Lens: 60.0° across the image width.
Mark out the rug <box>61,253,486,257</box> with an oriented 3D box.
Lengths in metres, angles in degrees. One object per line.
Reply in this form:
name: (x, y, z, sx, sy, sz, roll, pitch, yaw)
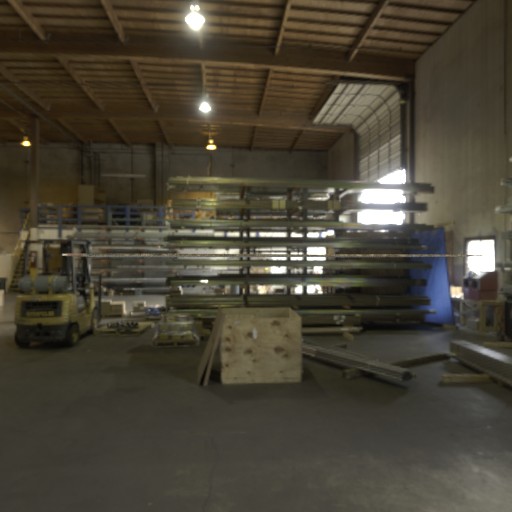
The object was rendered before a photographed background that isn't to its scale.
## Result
rug: (0.000, 0.000, 4.353, 3.291, 0.017, 2.431, 0, 0, -17)
